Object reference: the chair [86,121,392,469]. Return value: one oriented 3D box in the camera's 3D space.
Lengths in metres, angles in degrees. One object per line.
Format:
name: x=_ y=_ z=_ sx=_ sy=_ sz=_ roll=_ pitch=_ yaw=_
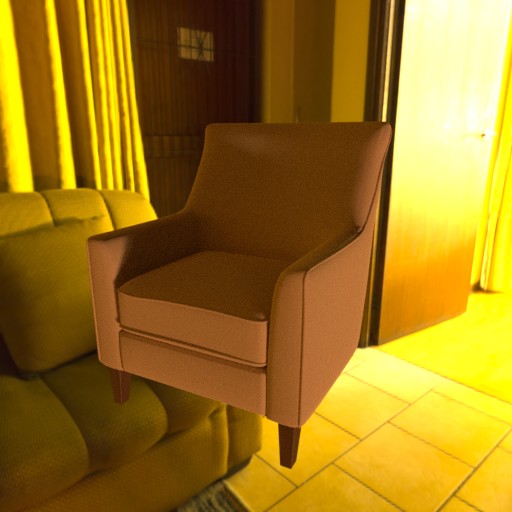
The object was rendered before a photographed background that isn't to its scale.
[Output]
chair: x=0.000 y=0.000 z=1.568 sx=0.756 sy=0.916 sz=0.879 roll=8 pitch=17 yaw=27
